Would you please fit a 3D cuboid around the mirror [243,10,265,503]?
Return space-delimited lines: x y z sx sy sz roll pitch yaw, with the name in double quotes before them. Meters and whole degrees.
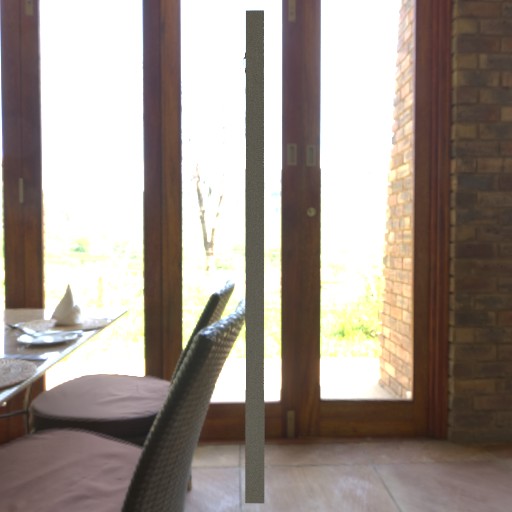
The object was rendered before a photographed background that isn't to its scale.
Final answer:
"mirror" 0.000 0.000 1.125 0.040 0.915 0.609 0 1 1
